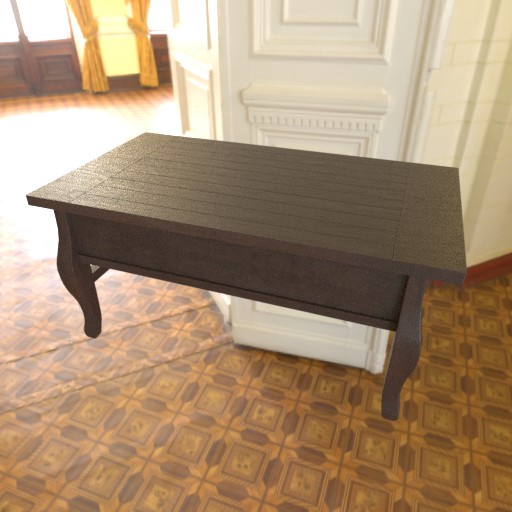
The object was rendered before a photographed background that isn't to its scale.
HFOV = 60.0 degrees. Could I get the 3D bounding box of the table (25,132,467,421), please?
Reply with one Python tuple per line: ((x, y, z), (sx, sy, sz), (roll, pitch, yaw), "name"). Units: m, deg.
((0.000, 0.000, 1.360), (1.062, 0.494, 0.600), (11, 34, 17), "table")
